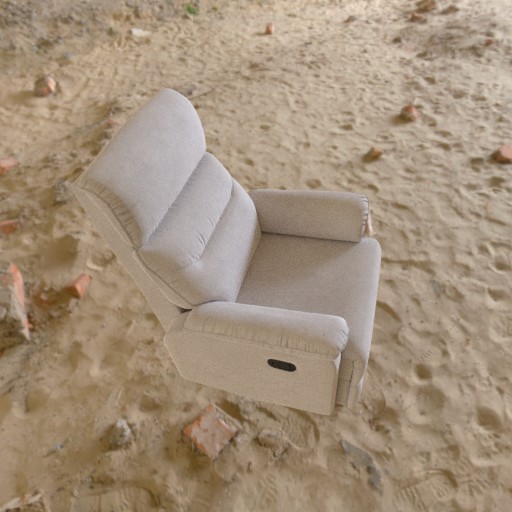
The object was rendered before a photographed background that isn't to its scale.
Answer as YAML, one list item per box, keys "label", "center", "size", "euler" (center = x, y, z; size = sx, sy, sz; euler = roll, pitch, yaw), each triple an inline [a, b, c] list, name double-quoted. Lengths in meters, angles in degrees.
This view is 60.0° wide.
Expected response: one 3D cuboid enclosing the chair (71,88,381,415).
- label: "chair"
  center: [0.000, 0.000, 1.735]
  size: [1.001, 1.039, 0.820]
  euler: [12, 47, 11]
